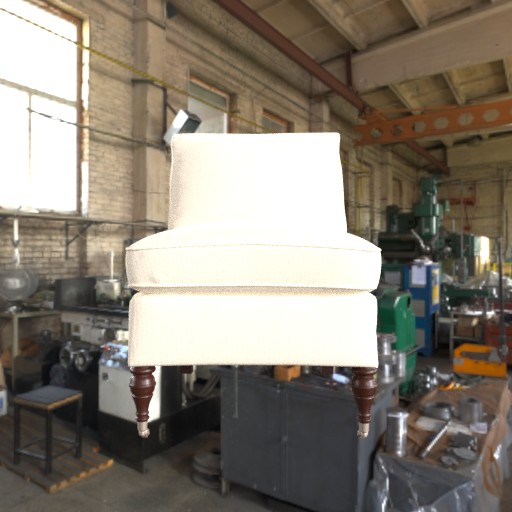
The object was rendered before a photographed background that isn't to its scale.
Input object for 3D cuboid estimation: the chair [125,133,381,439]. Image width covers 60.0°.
[{"bbox_3d":[0.000,0.000,1.390,0.630,0.887,0.781,0,0,1],"label":"chair"}]
